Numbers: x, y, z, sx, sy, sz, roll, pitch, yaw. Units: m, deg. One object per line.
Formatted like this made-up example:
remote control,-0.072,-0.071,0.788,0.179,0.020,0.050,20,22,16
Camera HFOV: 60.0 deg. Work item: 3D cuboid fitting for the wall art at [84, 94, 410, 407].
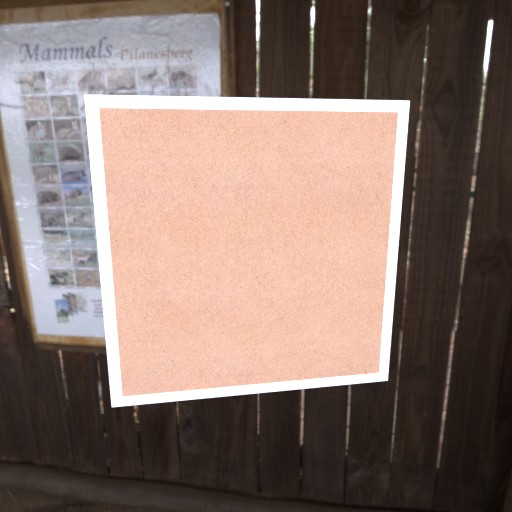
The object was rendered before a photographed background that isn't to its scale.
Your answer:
wall art,0.000,0.000,1.130,0.760,0.760,0.036,-2,14,-10
